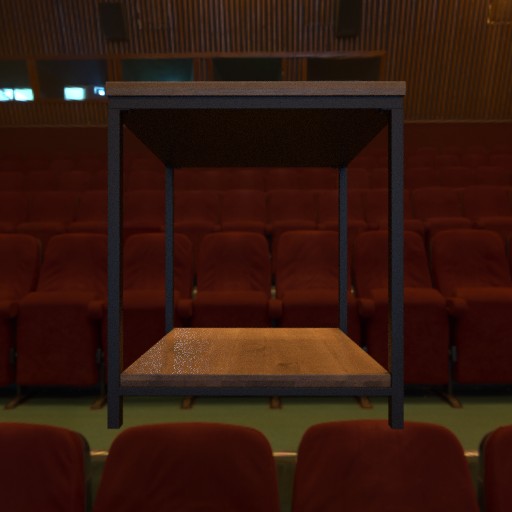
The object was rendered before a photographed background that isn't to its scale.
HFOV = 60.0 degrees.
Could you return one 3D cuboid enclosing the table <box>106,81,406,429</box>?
[{"bbox_3d":[0.000,0.000,1.000,0.507,0.589,0.503,0,0,0],"label":"table"}]
